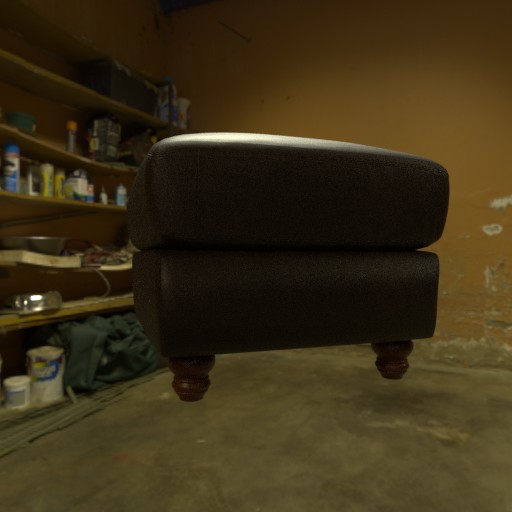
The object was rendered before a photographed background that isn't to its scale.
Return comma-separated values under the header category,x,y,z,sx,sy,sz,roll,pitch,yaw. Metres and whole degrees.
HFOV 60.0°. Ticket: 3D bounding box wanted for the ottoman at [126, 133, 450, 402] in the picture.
category,x,y,z,sx,sy,sz,roll,pitch,yaw
ottoman,0.000,0.000,1.243,0.670,0.569,0.806,0,0,-19
